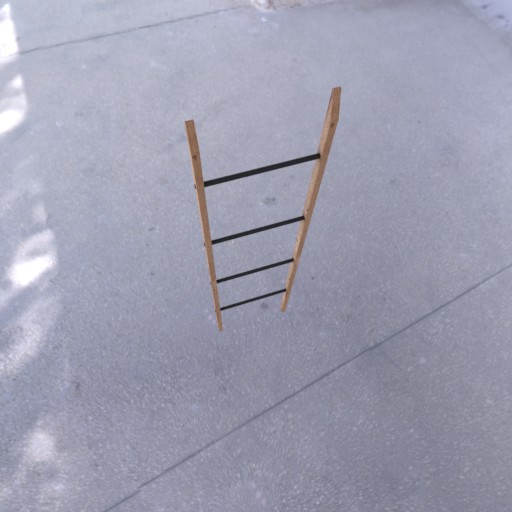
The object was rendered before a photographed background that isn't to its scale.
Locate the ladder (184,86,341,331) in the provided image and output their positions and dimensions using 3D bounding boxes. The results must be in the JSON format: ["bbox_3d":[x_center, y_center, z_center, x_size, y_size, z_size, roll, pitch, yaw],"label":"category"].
[{"bbox_3d":[0.000,0.000,1.982,0.442,1.805,0.200,-16,60,-9],"label":"ladder"}]
